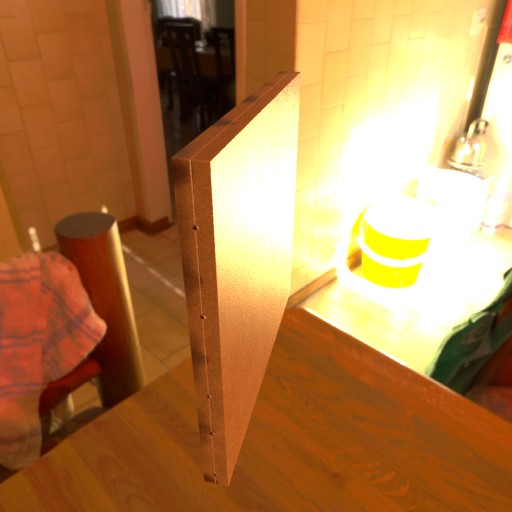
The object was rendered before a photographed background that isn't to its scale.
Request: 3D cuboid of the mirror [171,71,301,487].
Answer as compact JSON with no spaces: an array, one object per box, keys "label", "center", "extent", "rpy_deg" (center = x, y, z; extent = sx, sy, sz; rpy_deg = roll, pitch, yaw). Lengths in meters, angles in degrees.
[{"label":"mirror","center":[0.000,0.000,0.749],"extent":[0.042,0.507,0.509],"rpy_deg":[8,32,12]}]
